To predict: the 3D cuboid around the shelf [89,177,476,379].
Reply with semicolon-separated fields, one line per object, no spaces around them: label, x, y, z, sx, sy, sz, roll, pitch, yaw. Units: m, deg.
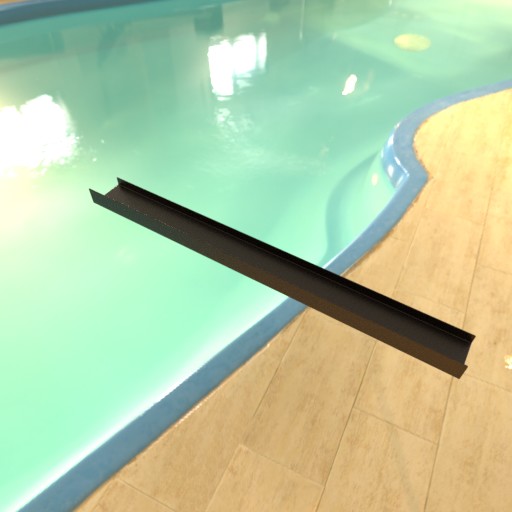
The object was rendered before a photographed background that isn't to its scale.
shelf;0.000;0.000;0.978;0.924;0.049;0.092;25;52;21
